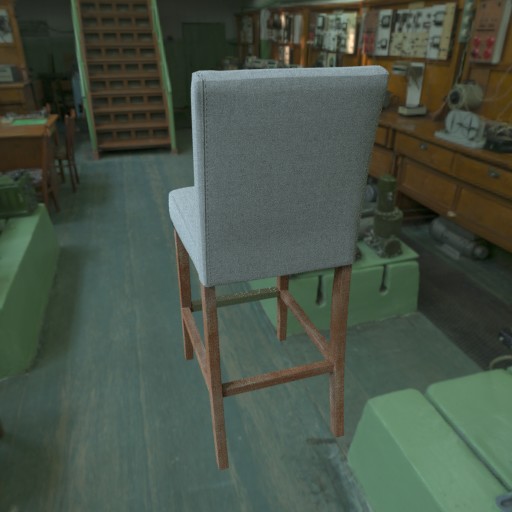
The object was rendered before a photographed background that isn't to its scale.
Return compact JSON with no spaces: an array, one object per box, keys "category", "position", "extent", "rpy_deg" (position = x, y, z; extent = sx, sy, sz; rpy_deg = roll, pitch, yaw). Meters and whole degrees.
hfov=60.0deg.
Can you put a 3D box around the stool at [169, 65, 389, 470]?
[{"category":"stool","position":[0.000,0.000,1.348],"extent":[0.439,1.088,0.570],"rpy_deg":[-8,28,-16]}]
